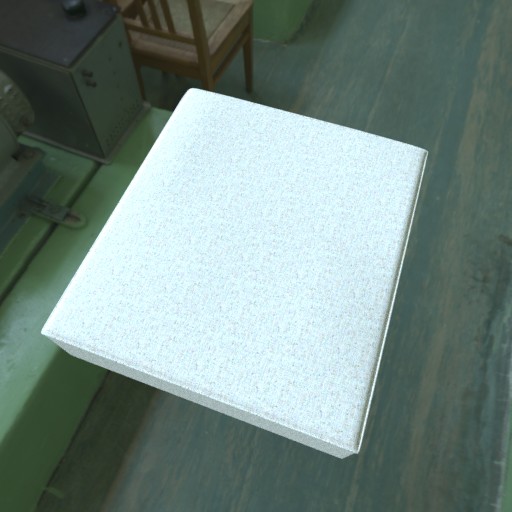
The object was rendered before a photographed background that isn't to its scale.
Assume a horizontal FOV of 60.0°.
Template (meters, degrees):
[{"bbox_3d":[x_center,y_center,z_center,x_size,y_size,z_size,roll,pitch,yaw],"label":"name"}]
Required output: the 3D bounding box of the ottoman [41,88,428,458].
[{"bbox_3d":[0.000,0.000,1.239,0.736,0.303,0.835,18,63,9],"label":"ottoman"}]
